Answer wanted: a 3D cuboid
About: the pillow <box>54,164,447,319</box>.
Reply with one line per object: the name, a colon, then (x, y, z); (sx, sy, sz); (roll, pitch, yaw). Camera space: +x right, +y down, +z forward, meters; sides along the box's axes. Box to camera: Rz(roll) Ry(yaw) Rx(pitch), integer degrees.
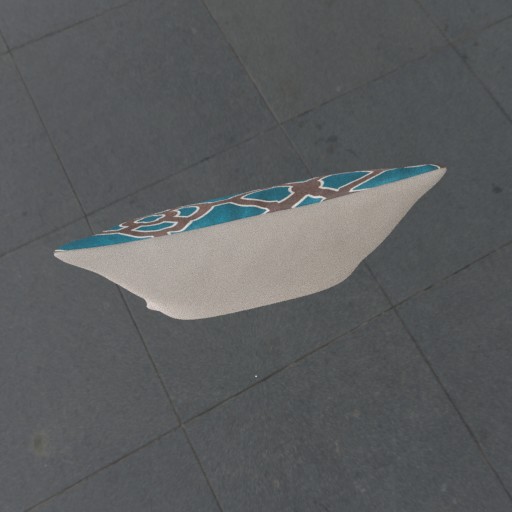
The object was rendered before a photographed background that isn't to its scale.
pillow: (0.000, 0.000, 0.817); (0.526, 0.507, 0.166); (-13, 75, -3)
